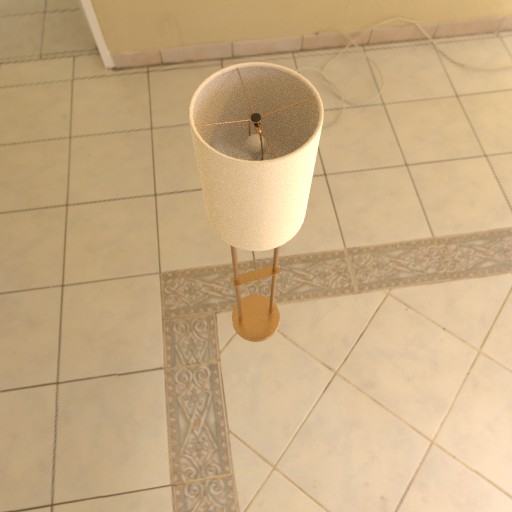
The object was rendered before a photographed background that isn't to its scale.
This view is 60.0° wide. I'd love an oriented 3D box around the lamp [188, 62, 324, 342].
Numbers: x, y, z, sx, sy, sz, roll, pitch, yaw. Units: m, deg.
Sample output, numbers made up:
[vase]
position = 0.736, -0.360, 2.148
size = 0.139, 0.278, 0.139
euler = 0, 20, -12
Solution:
[lamp]
position = 0.000, 0.000, 1.673
size = 0.306, 1.500, 0.305
euler = -16, 65, -8
